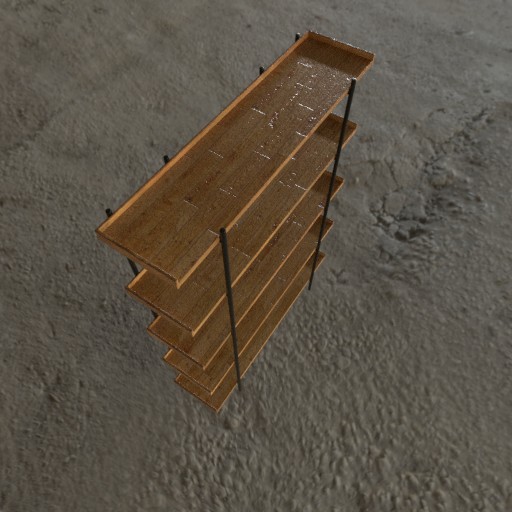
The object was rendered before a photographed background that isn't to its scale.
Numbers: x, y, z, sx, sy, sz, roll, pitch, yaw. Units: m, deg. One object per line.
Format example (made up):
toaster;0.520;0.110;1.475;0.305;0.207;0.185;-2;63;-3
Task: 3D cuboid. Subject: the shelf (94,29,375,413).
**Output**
shelf;0.000;0.000;2.444;0.379;1.826;1.371;30;62;17
